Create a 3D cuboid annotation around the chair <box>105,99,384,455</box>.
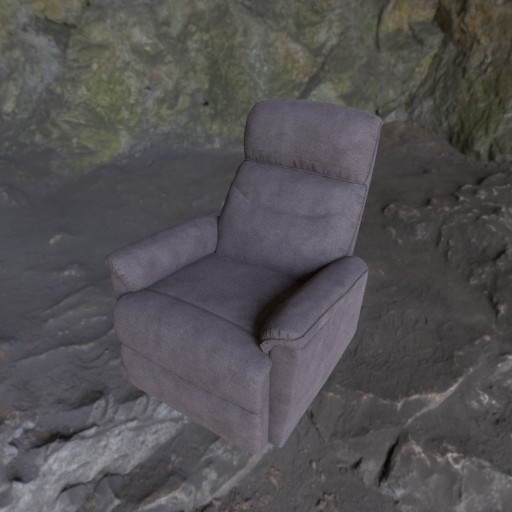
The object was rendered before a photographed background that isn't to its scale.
[{"bbox_3d":[0.000,0.000,1.753,0.830,1.036,1.009,18,35,28],"label":"chair"}]
